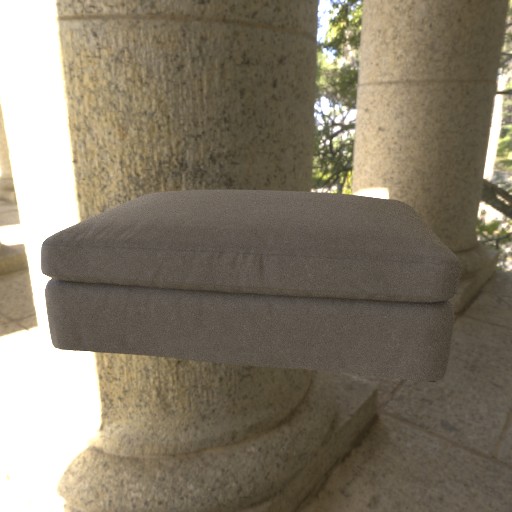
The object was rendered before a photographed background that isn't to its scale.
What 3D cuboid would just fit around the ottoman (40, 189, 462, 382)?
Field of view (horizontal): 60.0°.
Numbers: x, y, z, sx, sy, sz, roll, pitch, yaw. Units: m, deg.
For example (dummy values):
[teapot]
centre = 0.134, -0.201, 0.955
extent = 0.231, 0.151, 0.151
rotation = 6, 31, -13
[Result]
[ottoman]
centre = 0.000, 0.000, 1.601
extent = 1.199, 0.429, 0.840
rotation = 3, 18, 9
